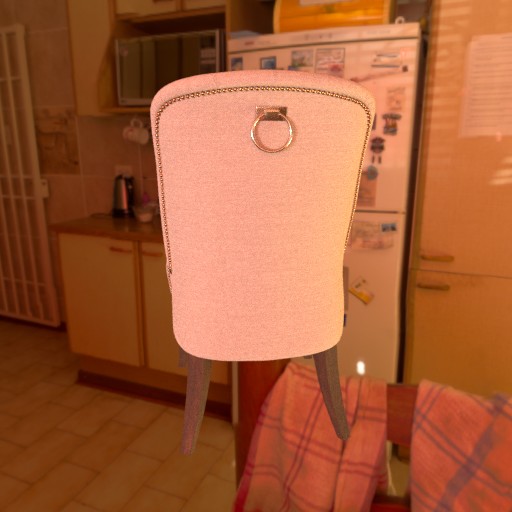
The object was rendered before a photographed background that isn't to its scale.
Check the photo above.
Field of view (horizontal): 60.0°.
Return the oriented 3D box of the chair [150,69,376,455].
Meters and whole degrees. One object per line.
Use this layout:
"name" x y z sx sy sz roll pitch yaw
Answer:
"chair" 0.000 0.000 1.499 0.634 1.091 0.629 -2 14 -8
